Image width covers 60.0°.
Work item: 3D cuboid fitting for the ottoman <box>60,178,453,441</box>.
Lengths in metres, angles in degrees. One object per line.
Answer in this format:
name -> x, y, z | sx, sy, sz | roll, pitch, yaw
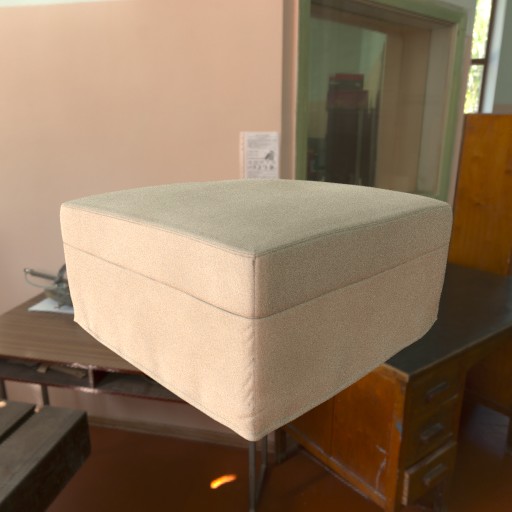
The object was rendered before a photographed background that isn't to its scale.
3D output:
ottoman -> 0.000, 0.000, 1.327 | 0.842, 0.441, 0.843 | -15, 21, -43
